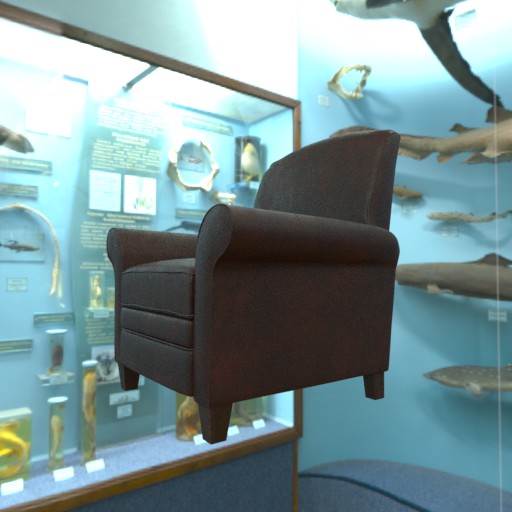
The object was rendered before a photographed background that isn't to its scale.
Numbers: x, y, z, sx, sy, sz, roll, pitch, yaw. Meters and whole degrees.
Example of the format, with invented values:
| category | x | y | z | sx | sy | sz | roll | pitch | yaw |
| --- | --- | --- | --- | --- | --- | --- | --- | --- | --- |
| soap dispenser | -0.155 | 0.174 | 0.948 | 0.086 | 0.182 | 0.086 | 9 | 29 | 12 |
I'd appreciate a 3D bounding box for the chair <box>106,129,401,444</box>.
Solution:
| category | x | y | z | sx | sy | sz | roll | pitch | yaw |
| --- | --- | --- | --- | --- | --- | --- | --- | --- | --- |
| chair | 0.000 | 0.000 | 1.752 | 0.902 | 1.061 | 0.978 | 1 | -2 | -36 |
